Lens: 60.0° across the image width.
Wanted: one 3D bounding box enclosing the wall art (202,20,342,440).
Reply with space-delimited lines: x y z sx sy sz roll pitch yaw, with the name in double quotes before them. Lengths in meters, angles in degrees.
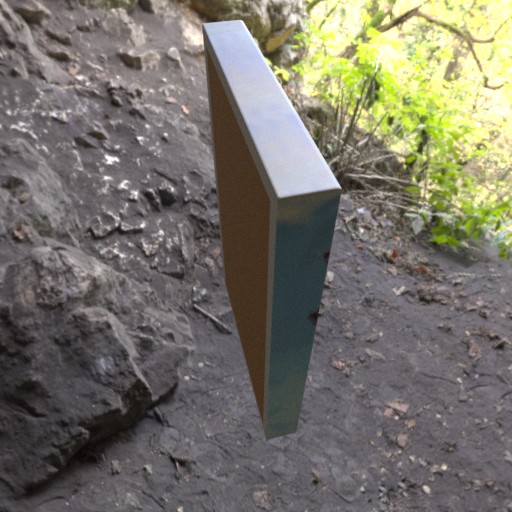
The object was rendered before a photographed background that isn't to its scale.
"wall art" 0.000 0.000 0.471 0.039 0.380 0.251 -11 49 -9
